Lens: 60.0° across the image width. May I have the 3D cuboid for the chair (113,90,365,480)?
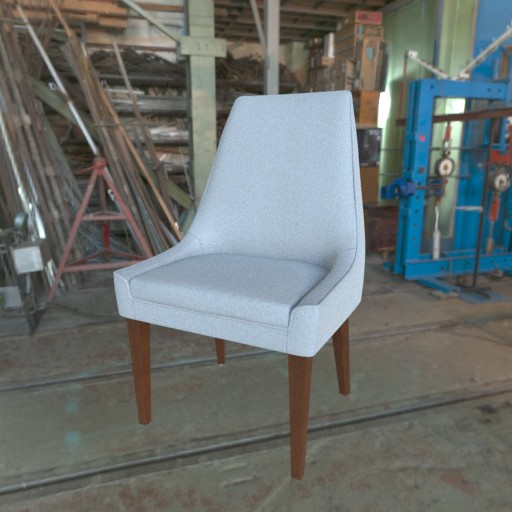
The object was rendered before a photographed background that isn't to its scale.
[{"bbox_3d":[0.000,0.000,1.175,0.529,0.861,0.544,7,15,26],"label":"chair"}]
